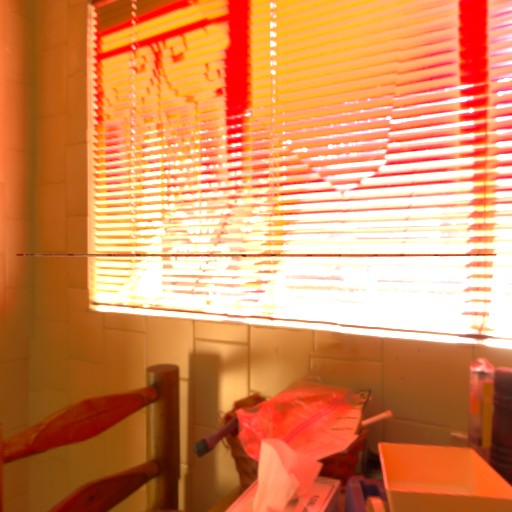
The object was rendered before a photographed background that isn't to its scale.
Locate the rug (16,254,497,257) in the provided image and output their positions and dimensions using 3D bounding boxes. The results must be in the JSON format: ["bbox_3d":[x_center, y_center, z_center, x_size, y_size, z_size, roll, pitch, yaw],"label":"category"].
[{"bbox_3d":[0.000,0.000,2.280,1.817,0.008,1.223,0,0,-1],"label":"rug"}]
